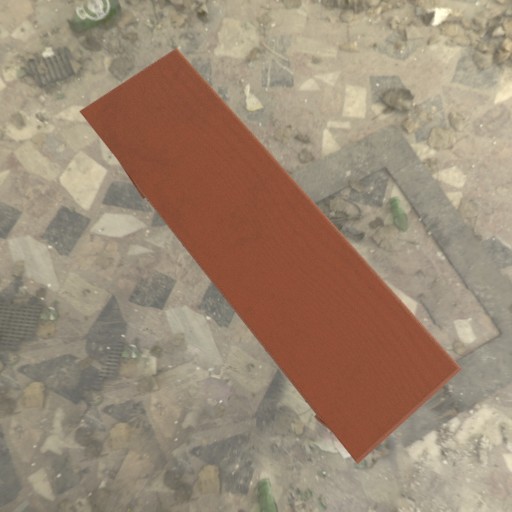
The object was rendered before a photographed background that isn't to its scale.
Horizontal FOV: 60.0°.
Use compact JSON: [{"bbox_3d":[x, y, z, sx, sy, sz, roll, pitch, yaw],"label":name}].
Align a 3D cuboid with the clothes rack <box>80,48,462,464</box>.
[{"bbox_3d":[0.000,0.000,1.510,0.362,0.594,1.251,-38,78,-9],"label":"clothes rack"}]
